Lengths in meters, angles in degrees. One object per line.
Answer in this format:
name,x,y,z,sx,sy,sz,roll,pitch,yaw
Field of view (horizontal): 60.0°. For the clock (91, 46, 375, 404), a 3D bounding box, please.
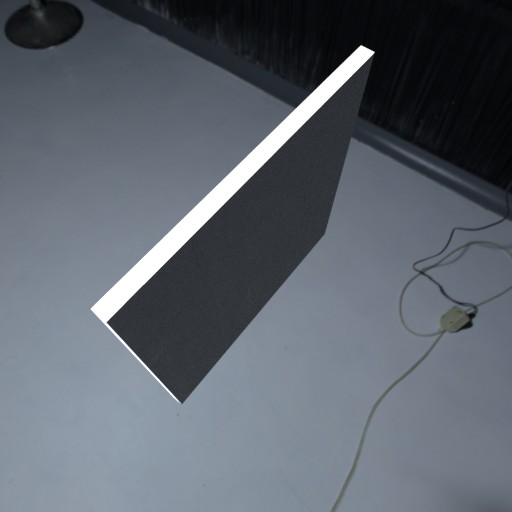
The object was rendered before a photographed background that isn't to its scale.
clock,0.000,0.000,1.057,0.032,0.705,0.705,35,68,17
